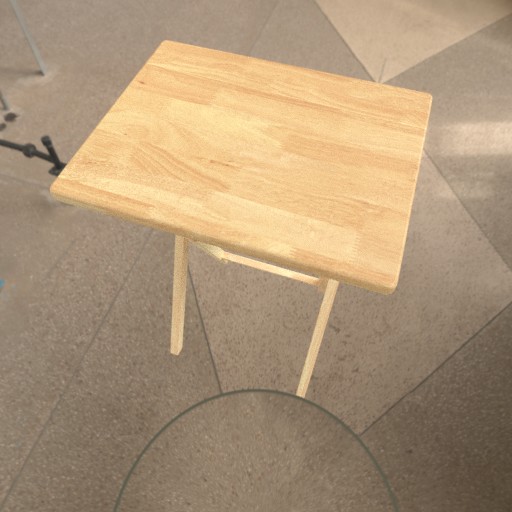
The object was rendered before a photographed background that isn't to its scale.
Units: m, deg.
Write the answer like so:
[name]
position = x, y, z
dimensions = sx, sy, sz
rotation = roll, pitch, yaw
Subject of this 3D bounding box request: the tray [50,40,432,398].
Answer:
[tray]
position = 0.000, 0.000, 0.944
dimensions = 0.483, 0.660, 0.381
rotation = 16, 59, 10
